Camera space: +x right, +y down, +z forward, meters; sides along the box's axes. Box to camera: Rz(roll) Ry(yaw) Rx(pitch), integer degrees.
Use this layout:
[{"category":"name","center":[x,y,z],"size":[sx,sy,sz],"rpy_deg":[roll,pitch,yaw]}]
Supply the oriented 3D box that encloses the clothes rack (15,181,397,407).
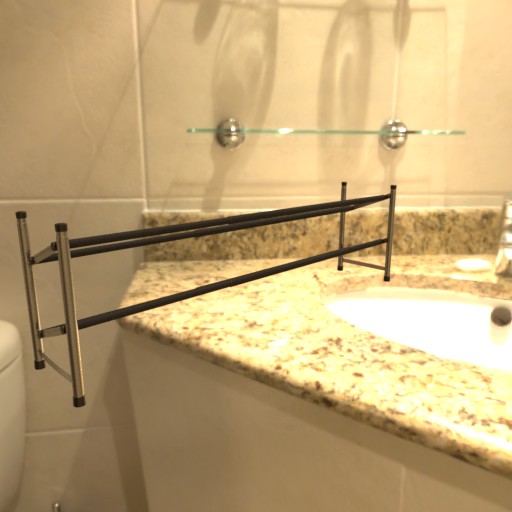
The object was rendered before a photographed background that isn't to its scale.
[{"category":"clothes rack","center":[0.000,0.000,1.264],"size":[1.168,0.349,0.229],"rpy_deg":[-13,19,-43]}]
